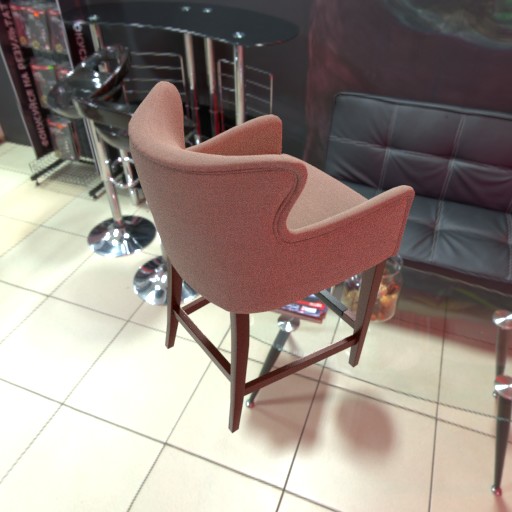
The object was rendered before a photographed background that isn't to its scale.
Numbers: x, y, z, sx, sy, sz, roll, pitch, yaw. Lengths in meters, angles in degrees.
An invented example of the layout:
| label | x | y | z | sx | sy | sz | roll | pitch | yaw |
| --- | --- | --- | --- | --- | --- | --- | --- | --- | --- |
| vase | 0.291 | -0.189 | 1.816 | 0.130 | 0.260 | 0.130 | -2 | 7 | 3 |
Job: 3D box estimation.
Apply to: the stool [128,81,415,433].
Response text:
| label | x | y | z | sx | sy | sz | roll | pitch | yaw |
| --- | --- | --- | --- | --- | --- | --- | --- | --- | --- |
| stool | 0.000 | 0.000 | 1.406 | 0.637 | 0.987 | 0.615 | -25 | 46 | -27 |
